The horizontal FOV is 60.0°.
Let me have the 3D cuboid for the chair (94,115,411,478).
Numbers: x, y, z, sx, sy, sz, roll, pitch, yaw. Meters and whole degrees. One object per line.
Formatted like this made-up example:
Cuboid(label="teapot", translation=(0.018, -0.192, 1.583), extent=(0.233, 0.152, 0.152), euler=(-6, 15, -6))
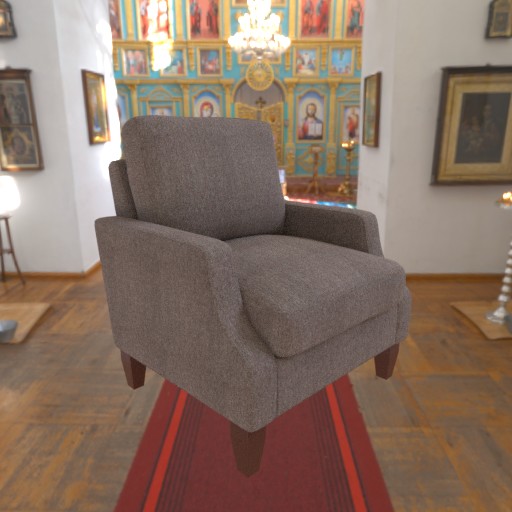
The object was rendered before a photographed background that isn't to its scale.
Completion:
Cuboid(label="chair", translation=(0.000, 0.000, 1.629), extent=(0.855, 0.993, 0.897), euler=(-14, 20, -42))
